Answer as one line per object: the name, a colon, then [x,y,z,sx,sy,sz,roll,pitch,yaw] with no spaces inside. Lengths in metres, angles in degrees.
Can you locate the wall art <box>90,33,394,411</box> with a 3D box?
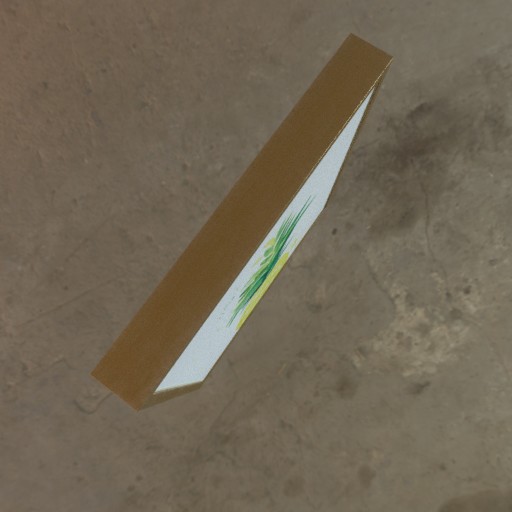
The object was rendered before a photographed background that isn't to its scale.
wall art: [0.000,0.000,0.450,0.038,0.305,0.306,34,78,8]
